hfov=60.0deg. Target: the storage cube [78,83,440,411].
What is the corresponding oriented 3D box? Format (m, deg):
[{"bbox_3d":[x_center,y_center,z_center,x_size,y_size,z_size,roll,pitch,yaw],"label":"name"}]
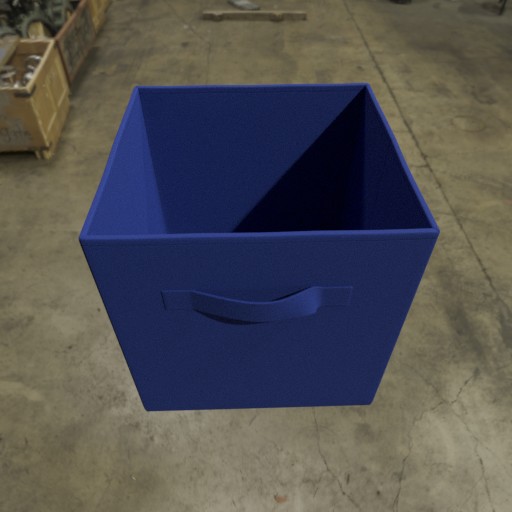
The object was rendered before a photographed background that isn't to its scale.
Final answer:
[{"bbox_3d":[0.000,0.000,0.504,0.270,0.280,0.270,-1,45,-1],"label":"storage cube"}]
